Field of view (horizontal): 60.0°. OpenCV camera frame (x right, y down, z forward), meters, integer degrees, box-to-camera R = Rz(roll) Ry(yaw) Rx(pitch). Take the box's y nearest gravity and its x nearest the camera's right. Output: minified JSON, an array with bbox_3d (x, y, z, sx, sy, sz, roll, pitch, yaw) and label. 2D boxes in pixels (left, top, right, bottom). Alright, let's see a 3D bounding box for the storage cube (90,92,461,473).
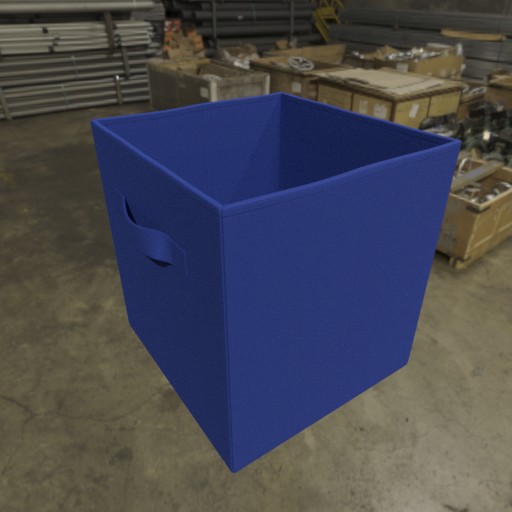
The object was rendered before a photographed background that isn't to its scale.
[{"bbox_3d":[0.000,0.000,0.496,0.270,0.280,0.270,-20,36,-29],"label":"storage cube"}]
